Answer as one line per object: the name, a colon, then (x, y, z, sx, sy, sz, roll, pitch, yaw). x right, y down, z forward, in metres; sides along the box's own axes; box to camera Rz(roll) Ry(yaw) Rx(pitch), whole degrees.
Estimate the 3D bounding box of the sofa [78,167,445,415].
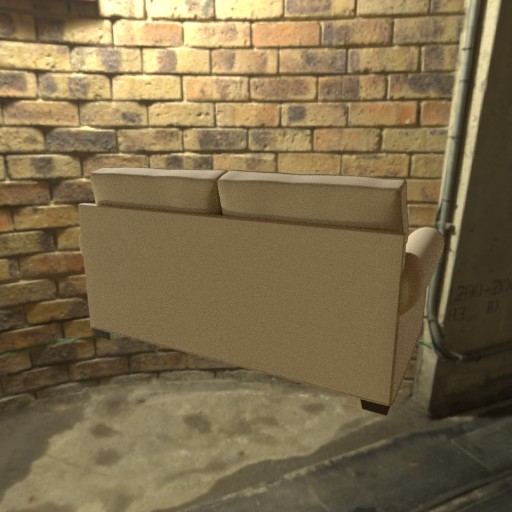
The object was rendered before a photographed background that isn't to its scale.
sofa: (0.000, 0.000, 2.345, 1.774, 0.933, 0.861, 8, 17, 26)
